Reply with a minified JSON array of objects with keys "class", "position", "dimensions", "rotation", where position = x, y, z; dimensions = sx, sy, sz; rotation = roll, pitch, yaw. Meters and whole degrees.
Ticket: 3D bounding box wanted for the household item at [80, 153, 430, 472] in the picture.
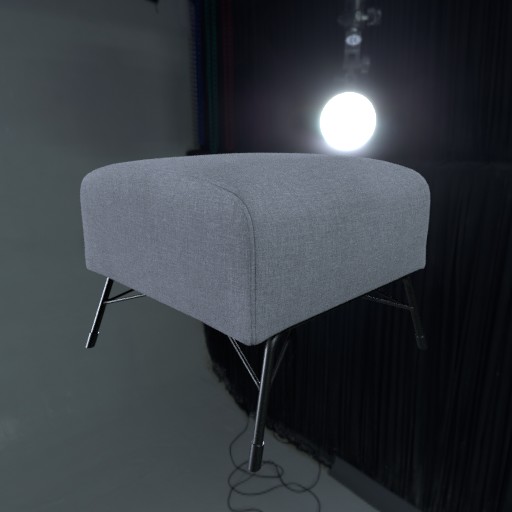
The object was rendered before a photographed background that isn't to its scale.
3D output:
[{"class":"household item","position":[0.000,0.000,0.909],"dimensions":[0.530,0.410,0.530],"rotation":[-15,21,-43]}]
